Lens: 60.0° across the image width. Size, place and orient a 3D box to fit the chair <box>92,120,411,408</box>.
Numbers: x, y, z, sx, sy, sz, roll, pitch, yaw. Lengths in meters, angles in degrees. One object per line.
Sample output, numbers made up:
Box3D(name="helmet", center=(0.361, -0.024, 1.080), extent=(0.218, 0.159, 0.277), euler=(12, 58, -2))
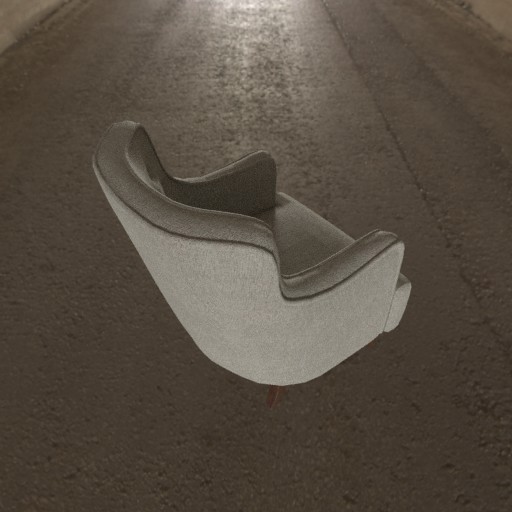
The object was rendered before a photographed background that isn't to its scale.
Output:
Box3D(name="chair", center=(0.000, 0.000, 1.601), extent=(0.910, 0.920, 0.820), euler=(-26, 47, -27))
